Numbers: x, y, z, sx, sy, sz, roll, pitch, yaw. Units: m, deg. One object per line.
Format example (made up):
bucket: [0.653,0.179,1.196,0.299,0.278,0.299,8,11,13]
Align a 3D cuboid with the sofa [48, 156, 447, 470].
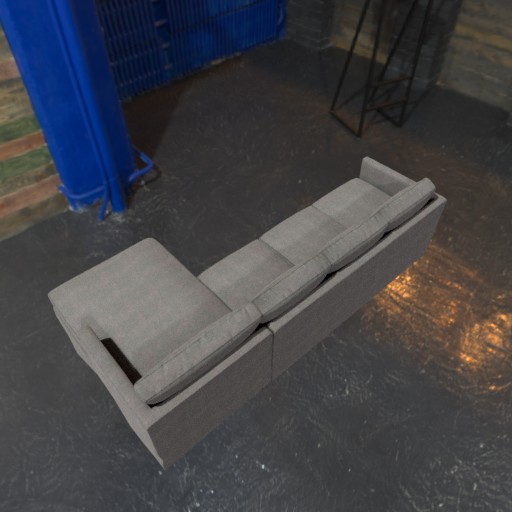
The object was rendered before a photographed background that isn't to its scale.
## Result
sofa: [0.000,0.000,3.905,3.205,0.922,1.650,-33,55,-27]
